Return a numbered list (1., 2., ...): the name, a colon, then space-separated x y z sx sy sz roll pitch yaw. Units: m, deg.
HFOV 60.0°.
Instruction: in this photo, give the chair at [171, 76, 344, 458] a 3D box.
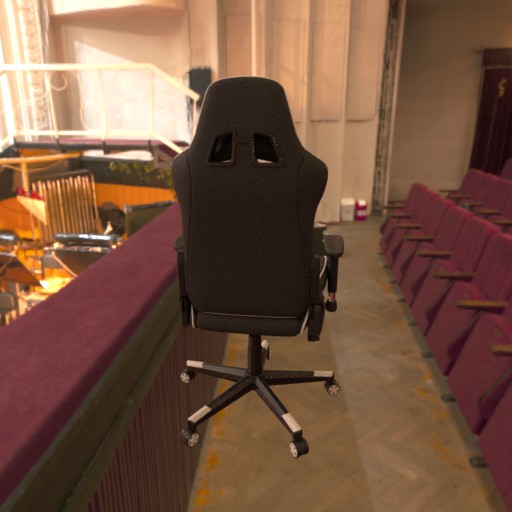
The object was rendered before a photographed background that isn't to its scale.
1. chair: 0.000 0.000 1.689 0.700 1.240 0.700 2 17 8
